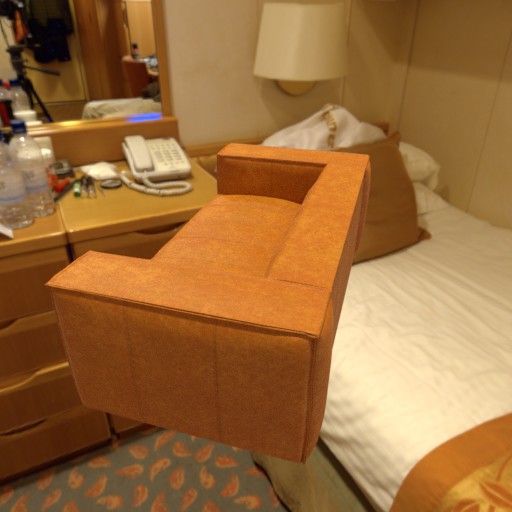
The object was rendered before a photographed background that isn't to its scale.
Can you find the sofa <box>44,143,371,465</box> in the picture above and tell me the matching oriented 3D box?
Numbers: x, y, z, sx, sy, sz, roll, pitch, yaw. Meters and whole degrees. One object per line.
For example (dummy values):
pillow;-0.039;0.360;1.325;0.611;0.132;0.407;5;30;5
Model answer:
sofa;0.000;0.000;2.532;1.102;0.703;2.088;9;30;15
